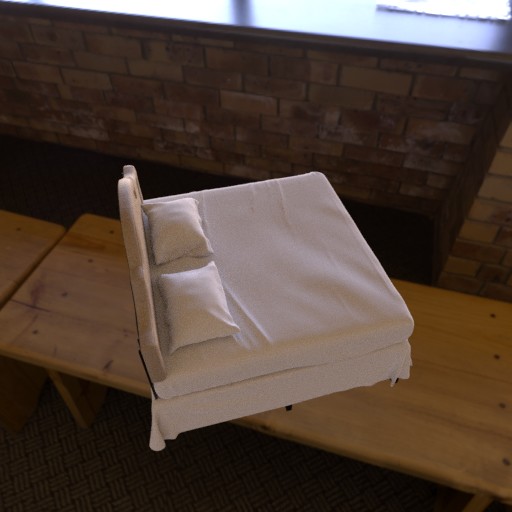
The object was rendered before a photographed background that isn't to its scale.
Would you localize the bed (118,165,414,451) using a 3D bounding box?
[{"bbox_3d":[0.000,0.000,3.772,2.222,1.631,2.303,-11,47,-10],"label":"bed"}]
